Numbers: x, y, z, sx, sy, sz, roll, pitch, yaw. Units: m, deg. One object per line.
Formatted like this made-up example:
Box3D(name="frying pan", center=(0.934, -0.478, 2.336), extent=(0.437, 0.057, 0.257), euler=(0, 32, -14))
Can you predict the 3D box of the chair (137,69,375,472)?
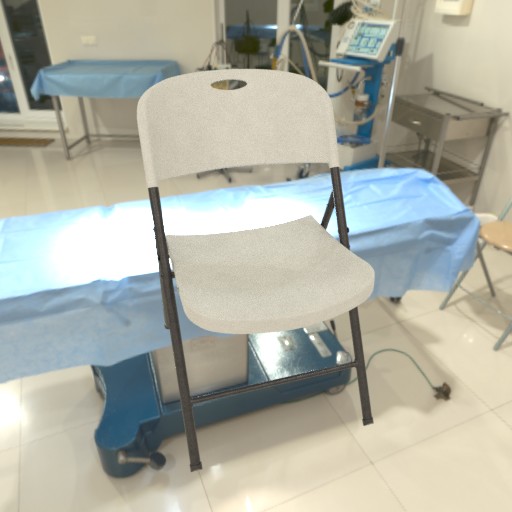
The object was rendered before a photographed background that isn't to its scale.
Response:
Box3D(name="chair", center=(0.000, 0.000, 1.136), extent=(0.494, 0.810, 0.566), euler=(-9, 33, -14))
